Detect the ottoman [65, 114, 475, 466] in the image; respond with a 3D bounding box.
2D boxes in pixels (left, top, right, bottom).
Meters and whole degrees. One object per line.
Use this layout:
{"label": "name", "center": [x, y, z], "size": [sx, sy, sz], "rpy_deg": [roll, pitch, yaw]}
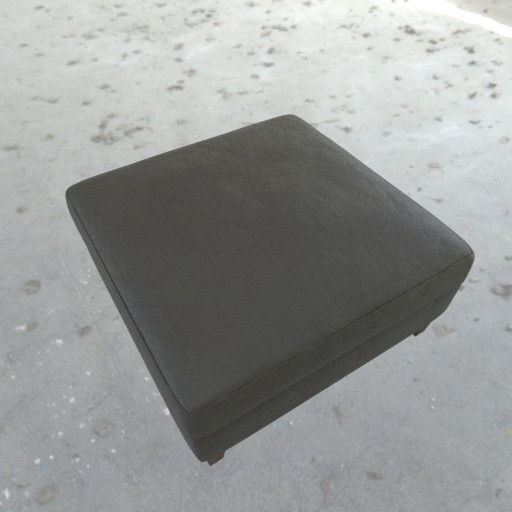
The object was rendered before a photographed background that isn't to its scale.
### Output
{"label": "ottoman", "center": [0.000, 0.000, 1.304], "size": [0.836, 0.415, 0.844], "rpy_deg": [-25, 51, -21]}
